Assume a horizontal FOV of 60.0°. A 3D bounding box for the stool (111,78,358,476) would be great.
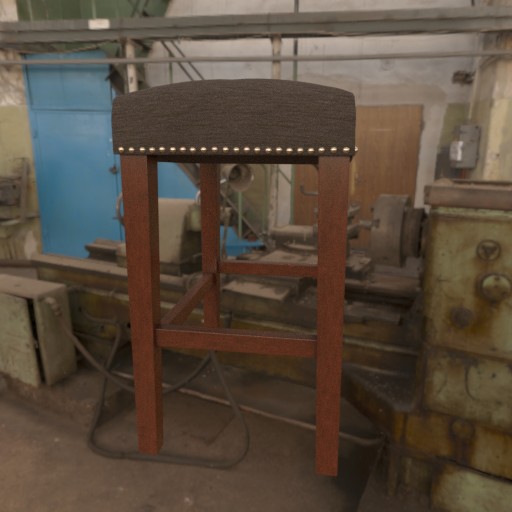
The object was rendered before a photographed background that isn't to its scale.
[{"bbox_3d":[0.000,0.000,0.942,0.372,0.654,0.504,2,15,9],"label":"stool"}]
